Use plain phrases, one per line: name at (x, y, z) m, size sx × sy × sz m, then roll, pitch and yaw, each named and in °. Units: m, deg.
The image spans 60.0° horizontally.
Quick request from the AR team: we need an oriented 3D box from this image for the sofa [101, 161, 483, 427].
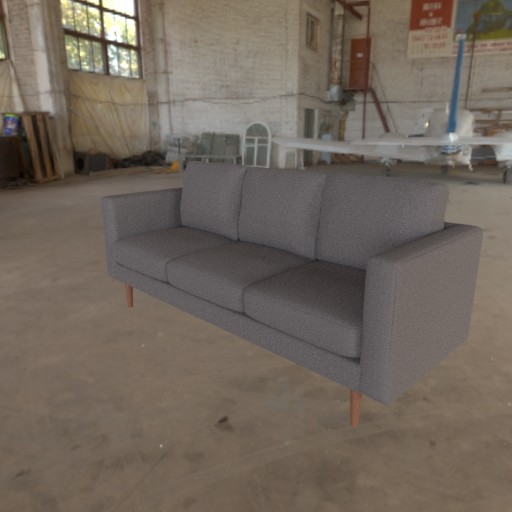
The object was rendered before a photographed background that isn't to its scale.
sofa at (0.000, 0.000, 2.407) m, size 2.029 × 0.912 × 0.802 m, roll 15°, pitch 22°, yaw 43°
